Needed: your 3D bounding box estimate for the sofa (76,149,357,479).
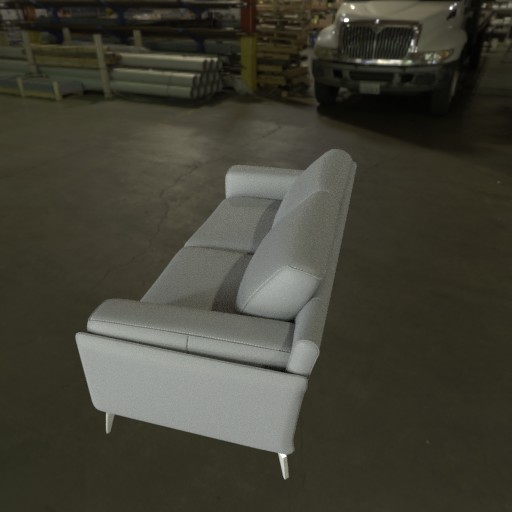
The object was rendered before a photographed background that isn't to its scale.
[{"bbox_3d":[0.000,0.000,2.570,0.969,0.900,2.100,8,31,13],"label":"sofa"}]
